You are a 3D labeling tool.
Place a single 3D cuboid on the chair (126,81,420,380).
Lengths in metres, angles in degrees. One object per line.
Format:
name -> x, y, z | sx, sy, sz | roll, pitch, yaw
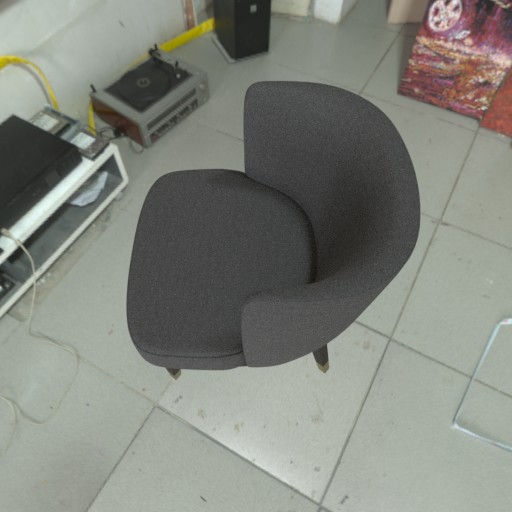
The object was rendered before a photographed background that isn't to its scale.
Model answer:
chair -> 0.000, 0.000, 1.260 | 0.698, 0.695, 0.639 | 0, 58, 0
